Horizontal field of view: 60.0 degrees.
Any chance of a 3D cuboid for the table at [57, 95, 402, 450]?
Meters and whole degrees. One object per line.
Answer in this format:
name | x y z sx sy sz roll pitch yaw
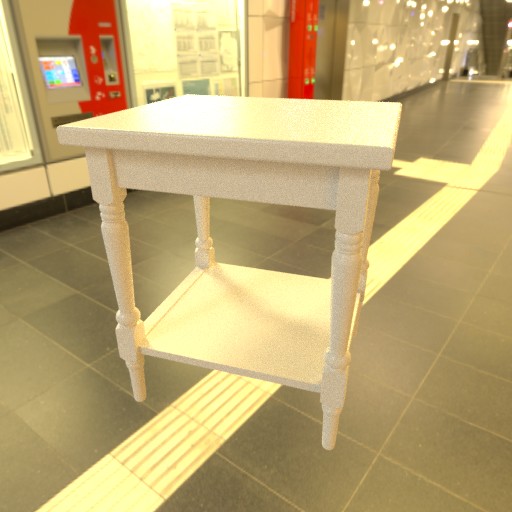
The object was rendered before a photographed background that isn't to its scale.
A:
table | 0.000 0.000 0.908 0.488 0.565 0.442 8 27 16
